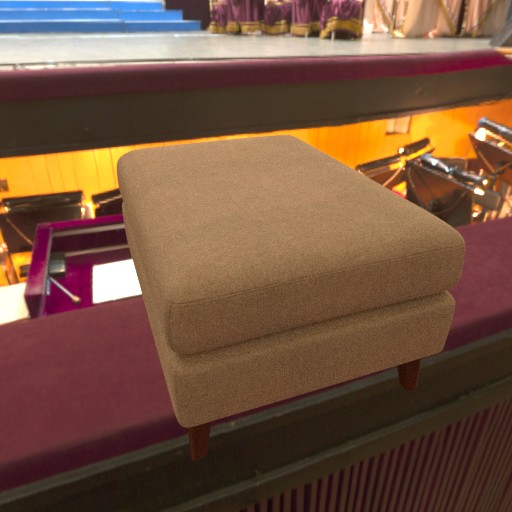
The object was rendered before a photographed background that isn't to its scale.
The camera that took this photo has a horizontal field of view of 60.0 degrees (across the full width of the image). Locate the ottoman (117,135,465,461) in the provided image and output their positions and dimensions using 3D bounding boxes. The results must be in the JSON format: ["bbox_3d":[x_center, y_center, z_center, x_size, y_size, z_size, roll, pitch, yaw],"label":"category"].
[{"bbox_3d":[0.000,0.000,1.188,0.610,0.478,0.823,-11,31,-18],"label":"ottoman"}]
